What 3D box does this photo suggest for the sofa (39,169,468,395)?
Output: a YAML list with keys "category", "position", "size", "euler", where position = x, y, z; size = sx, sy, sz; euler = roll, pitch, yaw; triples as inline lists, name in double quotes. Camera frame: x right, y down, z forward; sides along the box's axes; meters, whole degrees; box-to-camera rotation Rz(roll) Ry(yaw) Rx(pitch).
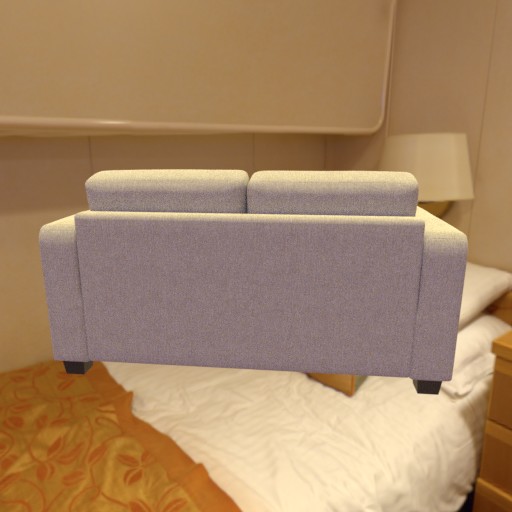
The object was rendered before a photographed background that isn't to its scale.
- category: "sofa"
  position: [0.000, 0.000, 2.008]
  size: [1.540, 0.800, 0.900]
  euler: [2, 15, 6]
